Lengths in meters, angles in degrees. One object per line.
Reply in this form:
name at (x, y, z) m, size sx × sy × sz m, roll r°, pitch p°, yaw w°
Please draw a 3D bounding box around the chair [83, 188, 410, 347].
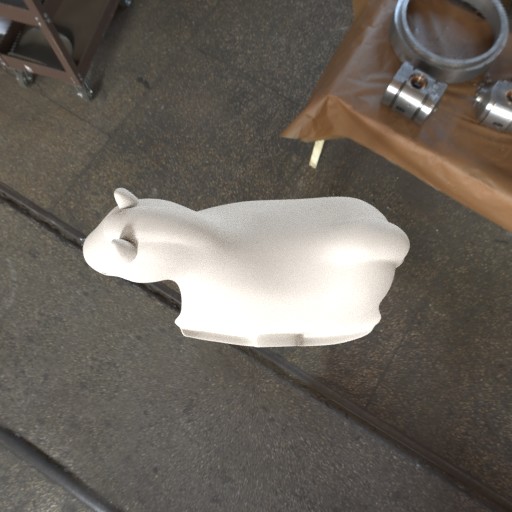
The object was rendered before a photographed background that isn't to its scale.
chair at (0.000, 0.000, 1.136) m, size 0.800 × 0.612 × 0.429 m, roll -2°, pitch 75°, yaw 0°
